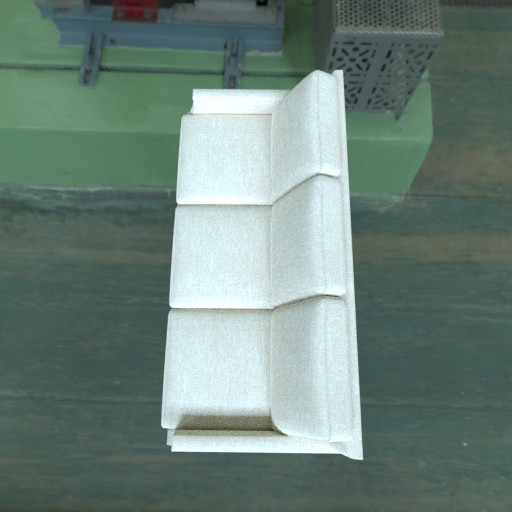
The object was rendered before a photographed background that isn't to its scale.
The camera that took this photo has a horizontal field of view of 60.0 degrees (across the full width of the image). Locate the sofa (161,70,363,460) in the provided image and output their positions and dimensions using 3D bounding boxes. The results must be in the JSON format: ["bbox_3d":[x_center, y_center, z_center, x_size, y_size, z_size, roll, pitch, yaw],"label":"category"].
[{"bbox_3d":[0.000,0.000,2.737,1.041,0.940,2.210,1,74,0],"label":"sofa"}]
